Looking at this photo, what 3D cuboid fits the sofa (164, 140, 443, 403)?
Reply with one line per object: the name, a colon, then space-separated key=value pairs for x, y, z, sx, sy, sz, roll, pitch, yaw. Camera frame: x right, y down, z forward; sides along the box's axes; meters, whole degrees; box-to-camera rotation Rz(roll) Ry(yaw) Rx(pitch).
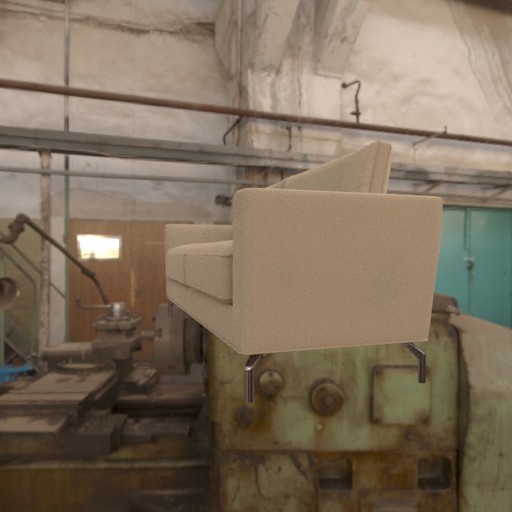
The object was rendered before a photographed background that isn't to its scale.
sofa: x=0.000 y=0.000 z=2.677 sx=0.868 sy=1.005 sz=2.214 roll=0 pitch=1 yaw=-18
